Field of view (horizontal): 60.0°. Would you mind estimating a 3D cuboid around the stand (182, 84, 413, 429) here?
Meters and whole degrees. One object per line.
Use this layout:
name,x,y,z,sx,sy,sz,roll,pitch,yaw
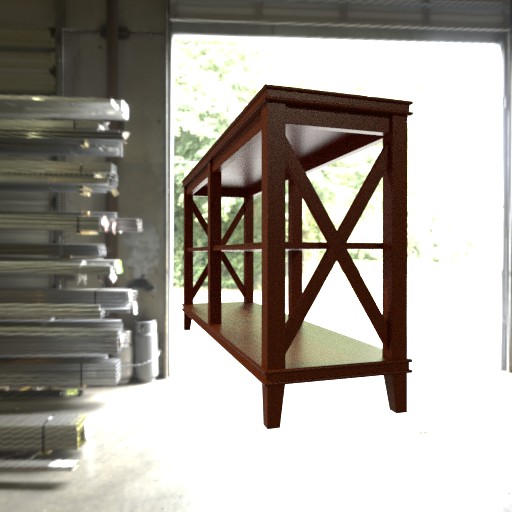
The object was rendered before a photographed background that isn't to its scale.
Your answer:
stand,0.000,0.000,1.680,0.381,0.762,1.372,0,0,-17
